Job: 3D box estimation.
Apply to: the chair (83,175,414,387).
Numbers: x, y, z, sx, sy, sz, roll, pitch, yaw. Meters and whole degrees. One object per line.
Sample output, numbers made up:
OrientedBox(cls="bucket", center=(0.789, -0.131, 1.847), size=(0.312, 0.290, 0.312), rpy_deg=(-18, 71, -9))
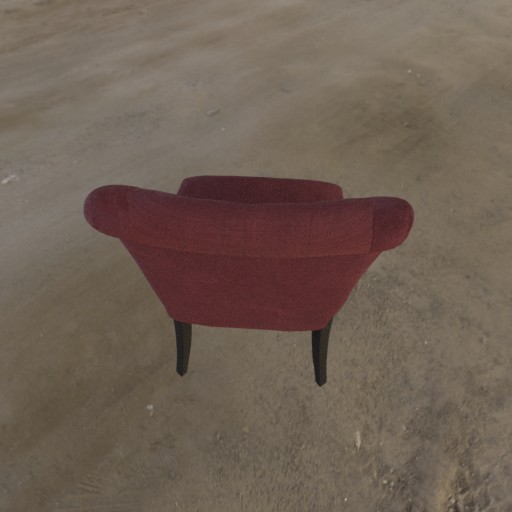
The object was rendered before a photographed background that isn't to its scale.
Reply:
OrientedBox(cls="chair", center=(0.000, 0.000, 1.192), size=(0.582, 0.750, 0.605), rpy_deg=(3, 46, 3))
